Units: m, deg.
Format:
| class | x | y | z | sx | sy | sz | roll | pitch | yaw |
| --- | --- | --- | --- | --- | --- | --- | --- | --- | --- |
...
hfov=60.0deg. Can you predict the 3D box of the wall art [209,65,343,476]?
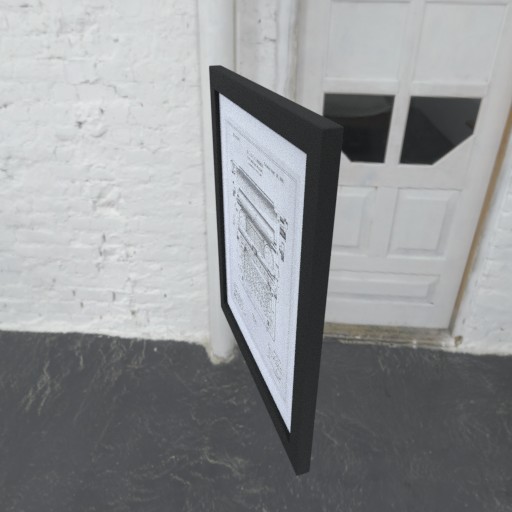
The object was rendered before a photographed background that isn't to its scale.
| class | x | y | z | sx | sy | sz | roll | pitch | yaw |
| --- | --- | --- | --- | --- | --- | --- | --- | --- | --- |
| wall art | 0.000 | 0.000 | 0.703 | 0.021 | 0.508 | 0.432 | -10 | 32 | -16 |
